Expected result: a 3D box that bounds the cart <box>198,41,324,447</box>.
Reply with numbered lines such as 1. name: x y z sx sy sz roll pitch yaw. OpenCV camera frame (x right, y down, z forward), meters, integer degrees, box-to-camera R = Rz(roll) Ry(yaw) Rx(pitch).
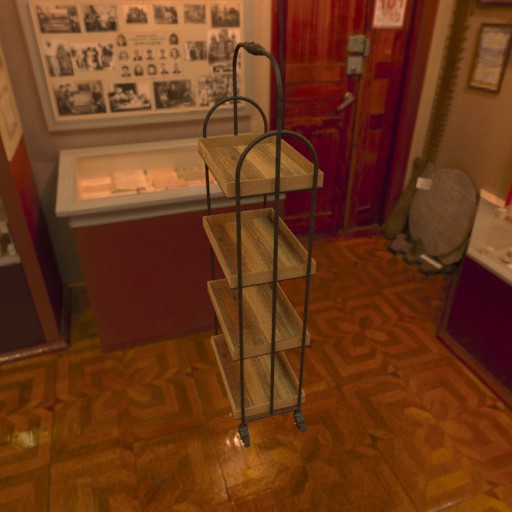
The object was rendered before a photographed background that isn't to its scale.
1. cart: 0.000 0.000 1.703 0.308 1.481 0.581 -9 32 -14
